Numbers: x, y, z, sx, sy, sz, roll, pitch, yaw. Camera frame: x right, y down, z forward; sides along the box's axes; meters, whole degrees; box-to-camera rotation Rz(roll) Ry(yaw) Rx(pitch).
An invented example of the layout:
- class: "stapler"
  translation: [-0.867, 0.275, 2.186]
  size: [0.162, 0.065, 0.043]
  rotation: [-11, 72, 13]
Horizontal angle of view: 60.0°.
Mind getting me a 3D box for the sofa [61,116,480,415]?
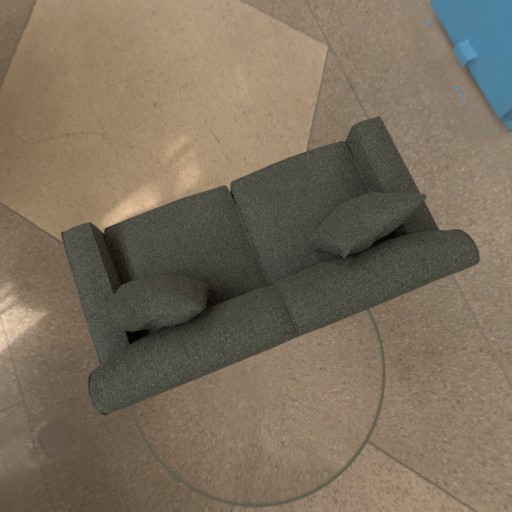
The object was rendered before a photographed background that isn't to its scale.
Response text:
- class: "sofa"
  translation: [0.000, 0.000, 2.429]
  size: [1.846, 0.958, 0.998]
  rotation: [-21, 77, -5]
